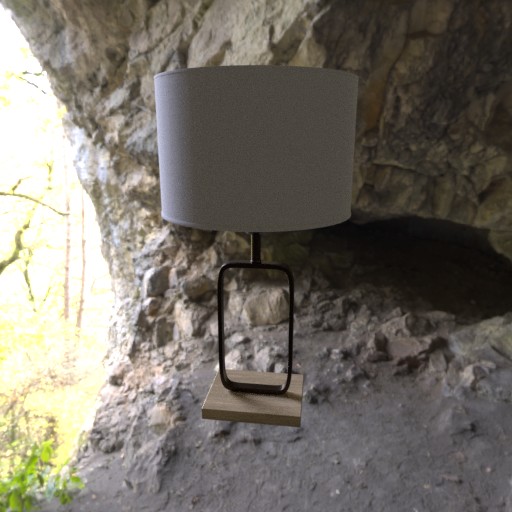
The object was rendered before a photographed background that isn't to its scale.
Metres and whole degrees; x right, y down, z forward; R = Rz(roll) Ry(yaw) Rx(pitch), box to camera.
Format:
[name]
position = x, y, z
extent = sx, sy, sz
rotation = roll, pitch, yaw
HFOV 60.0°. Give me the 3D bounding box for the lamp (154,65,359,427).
[lamp]
position = 0.000, 0.000, 0.684
extent = 0.279, 0.508, 0.279
rotation = 2, 16, 8
